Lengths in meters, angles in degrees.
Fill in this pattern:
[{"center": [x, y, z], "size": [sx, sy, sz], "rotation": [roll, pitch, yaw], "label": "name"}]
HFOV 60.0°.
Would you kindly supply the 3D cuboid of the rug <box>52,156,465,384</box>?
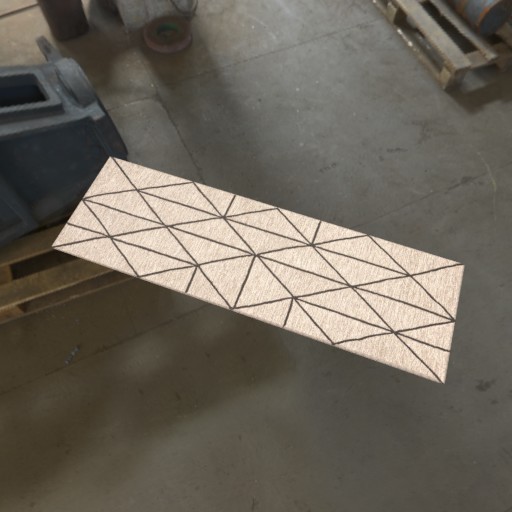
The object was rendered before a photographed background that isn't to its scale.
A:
[{"center": [0.000, 0.000, 2.736], "size": [2.438, 0.012, 0.762], "rotation": [18, 64, 9], "label": "rug"}]
